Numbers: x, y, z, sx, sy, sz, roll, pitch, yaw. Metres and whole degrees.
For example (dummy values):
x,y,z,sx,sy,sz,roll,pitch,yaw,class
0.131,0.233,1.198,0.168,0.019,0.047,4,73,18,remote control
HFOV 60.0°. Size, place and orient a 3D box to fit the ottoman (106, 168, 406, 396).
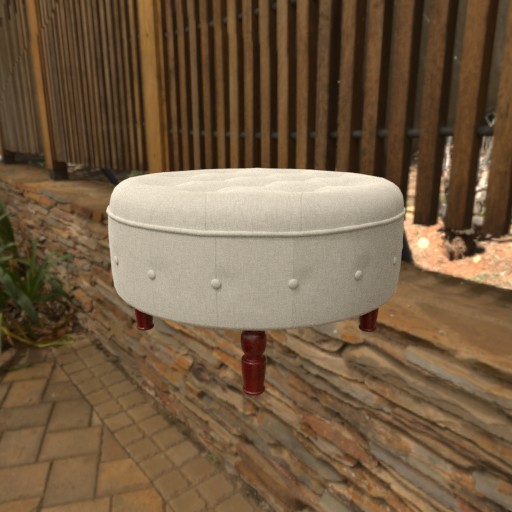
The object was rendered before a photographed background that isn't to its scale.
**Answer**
x,y,z,sx,sy,sz,roll,pitch,yaw,class
0.000,0.000,1.366,0.850,0.483,0.850,0,15,0,ottoman
